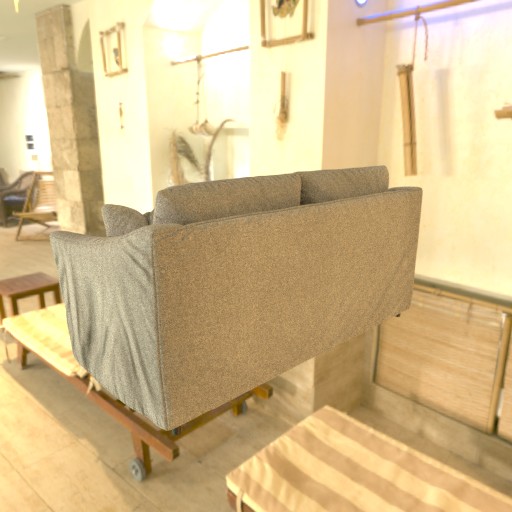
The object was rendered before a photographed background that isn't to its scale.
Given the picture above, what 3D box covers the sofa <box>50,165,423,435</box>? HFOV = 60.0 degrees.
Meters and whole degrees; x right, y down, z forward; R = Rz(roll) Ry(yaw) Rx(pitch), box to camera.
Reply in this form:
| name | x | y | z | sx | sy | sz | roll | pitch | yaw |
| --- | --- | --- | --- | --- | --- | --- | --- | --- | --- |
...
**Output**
| name | x | y | z | sx | sy | sz | roll | pitch | yaw |
| --- | --- | --- | --- | --- | --- | --- | --- | --- | --- |
| sofa | 0.000 | 0.000 | 2.634 | 2.010 | 1.018 | 1.072 | -14 | 20 | -42 |
